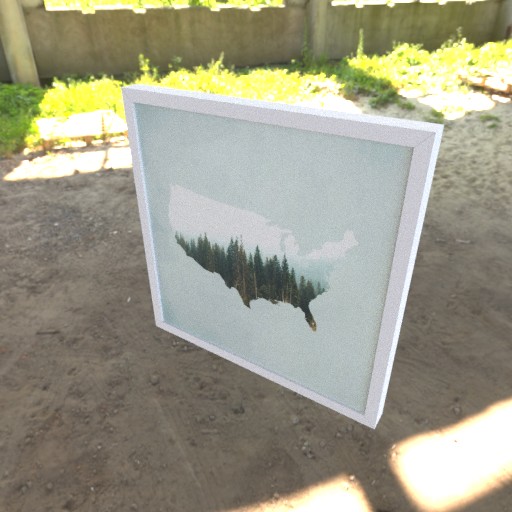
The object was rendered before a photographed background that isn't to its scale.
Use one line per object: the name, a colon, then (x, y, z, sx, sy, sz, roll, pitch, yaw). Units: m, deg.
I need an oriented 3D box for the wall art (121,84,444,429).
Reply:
wall art: (0.000, 0.000, 0.456, 0.304, 0.304, 0.024, 18, 35, 28)
